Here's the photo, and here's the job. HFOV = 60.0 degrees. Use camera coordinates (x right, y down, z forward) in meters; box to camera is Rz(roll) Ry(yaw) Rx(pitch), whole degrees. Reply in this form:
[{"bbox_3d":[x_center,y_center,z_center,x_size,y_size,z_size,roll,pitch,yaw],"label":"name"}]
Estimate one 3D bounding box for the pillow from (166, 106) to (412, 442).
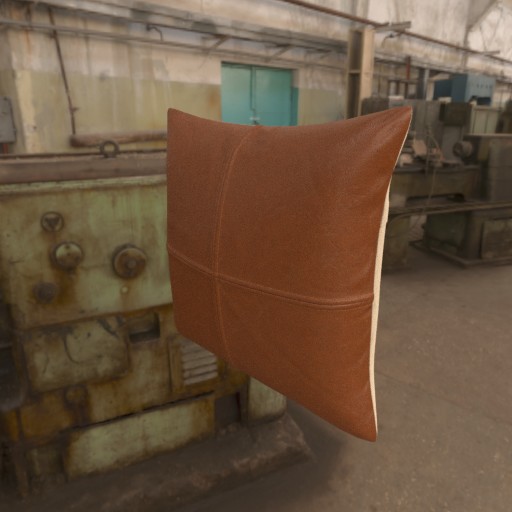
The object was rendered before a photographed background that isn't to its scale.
[{"bbox_3d":[0.000,0.000,0.748,0.192,0.477,0.501,-17,24,-42],"label":"pillow"}]
